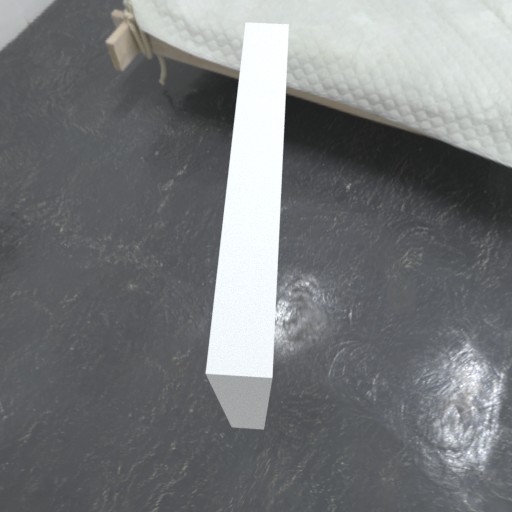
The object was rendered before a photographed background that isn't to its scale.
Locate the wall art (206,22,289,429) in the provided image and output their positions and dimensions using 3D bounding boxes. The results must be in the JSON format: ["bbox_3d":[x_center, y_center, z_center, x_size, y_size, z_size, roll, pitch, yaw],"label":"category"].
[{"bbox_3d":[0.000,0.000,0.457,0.038,0.304,0.305,3,64,2],"label":"wall art"}]
